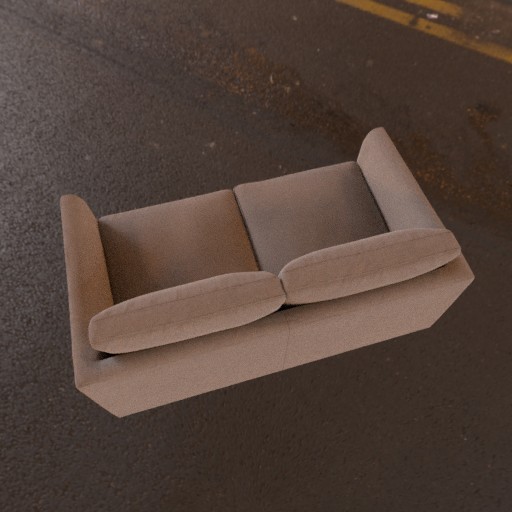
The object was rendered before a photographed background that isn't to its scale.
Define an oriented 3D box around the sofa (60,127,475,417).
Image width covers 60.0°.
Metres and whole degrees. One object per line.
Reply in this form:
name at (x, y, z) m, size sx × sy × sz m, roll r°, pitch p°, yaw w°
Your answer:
sofa at (0.000, 0.000, 2.446) m, size 1.905 × 0.839 × 1.091 m, roll -14°, pitch 60°, yaw -8°
